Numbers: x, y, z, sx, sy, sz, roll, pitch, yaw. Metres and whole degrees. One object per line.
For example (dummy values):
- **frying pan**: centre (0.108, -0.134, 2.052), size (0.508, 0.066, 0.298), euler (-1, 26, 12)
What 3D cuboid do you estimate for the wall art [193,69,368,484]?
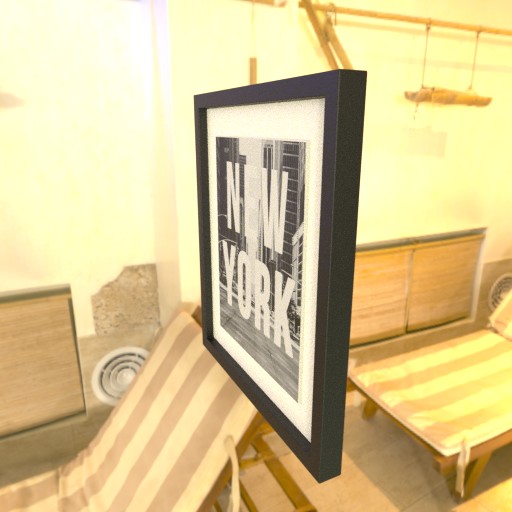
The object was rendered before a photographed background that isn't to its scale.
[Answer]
- **wall art**: centre (0.000, 0.000, 0.530), size (0.028, 0.381, 0.328), euler (-8, 18, -26)
